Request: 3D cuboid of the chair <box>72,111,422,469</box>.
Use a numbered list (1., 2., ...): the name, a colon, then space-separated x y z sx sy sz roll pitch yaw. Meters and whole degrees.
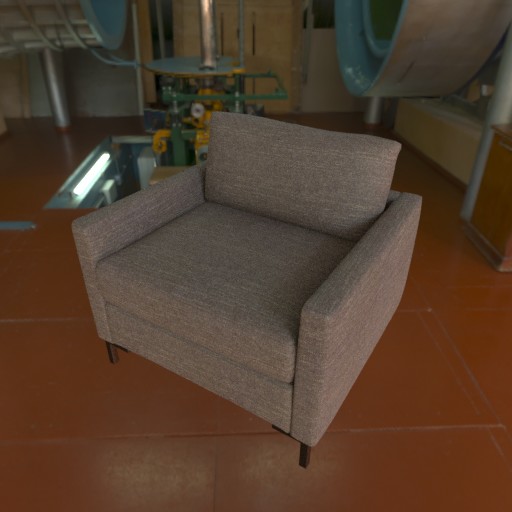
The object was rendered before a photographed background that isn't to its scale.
1. chair: 0.000 0.000 1.603 0.940 0.841 0.845 18 35 27
